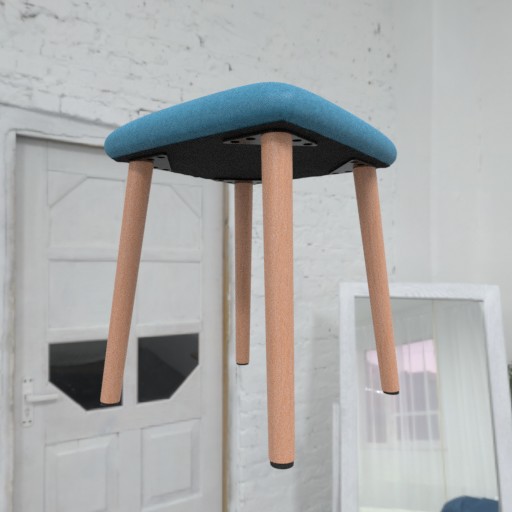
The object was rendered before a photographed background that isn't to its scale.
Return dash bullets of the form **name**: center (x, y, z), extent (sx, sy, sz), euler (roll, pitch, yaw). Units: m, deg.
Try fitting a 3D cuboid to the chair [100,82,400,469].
- **chair**: center (0.000, 0.000, 0.702), extent (0.360, 0.450, 0.360), euler (0, 0, 38)
